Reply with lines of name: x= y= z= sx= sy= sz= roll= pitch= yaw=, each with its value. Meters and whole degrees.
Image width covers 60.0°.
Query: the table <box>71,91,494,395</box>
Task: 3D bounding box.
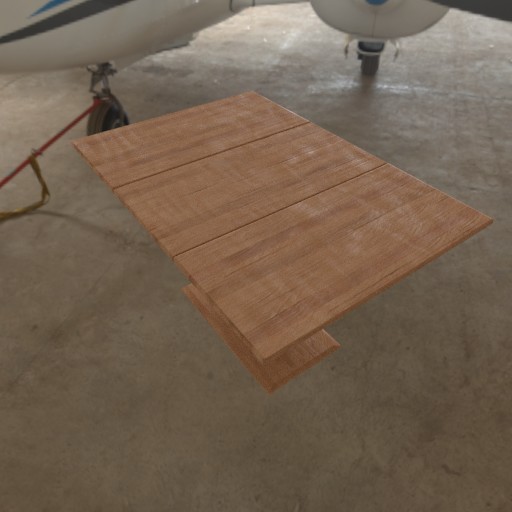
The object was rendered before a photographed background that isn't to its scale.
table: x=0.000 y=0.000 z=1.838 sx=0.900 sy=0.770 sz=1.300 roll=-26 pitch=48 yaw=-26
